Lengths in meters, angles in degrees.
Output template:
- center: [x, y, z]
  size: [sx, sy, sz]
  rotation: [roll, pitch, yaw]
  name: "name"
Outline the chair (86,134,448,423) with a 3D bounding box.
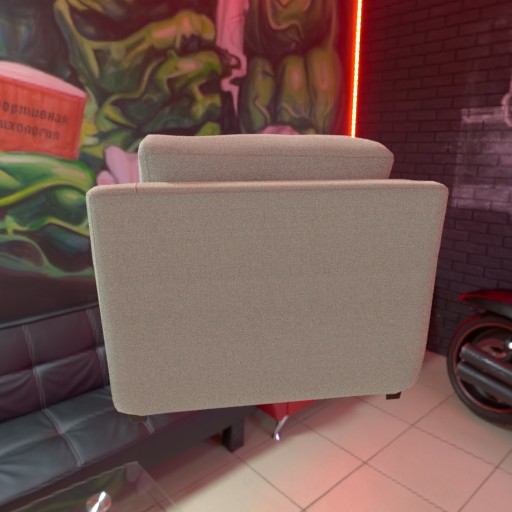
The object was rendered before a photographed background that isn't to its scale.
- center: [0.000, 0.000, 1.940]
  size: [1.178, 1.016, 1.009]
  rotation: [-2, 14, -9]
  name: "chair"
